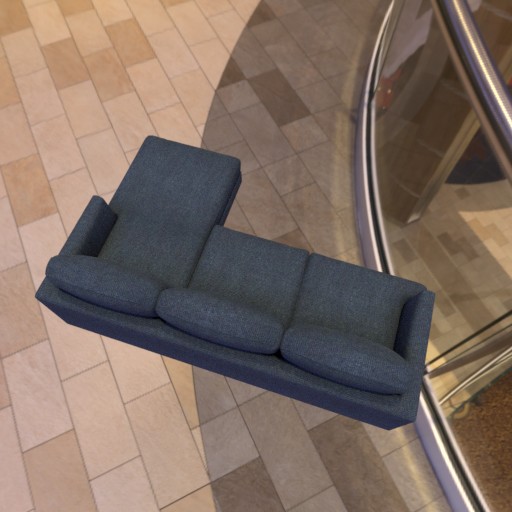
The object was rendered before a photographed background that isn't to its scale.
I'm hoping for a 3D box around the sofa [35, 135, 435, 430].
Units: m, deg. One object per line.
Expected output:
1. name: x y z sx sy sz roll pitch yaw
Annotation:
1. sofa: 0.000 0.000 2.921 2.233 0.956 1.504 16 65 8
